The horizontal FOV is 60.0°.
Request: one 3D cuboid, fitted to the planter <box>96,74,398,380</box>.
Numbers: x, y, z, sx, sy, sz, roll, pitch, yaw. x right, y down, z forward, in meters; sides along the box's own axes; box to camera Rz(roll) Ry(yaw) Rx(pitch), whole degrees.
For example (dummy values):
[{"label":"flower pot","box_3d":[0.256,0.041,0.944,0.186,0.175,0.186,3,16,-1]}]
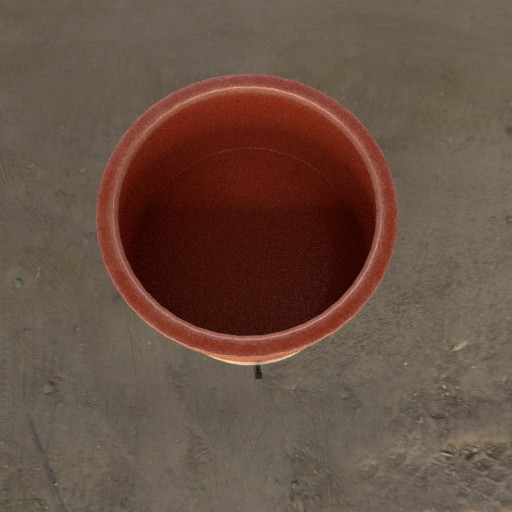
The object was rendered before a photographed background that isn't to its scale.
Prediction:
[{"label":"planter","box_3d":[0.000,0.000,0.511,0.251,0.354,0.235,-32,78,-8]}]
